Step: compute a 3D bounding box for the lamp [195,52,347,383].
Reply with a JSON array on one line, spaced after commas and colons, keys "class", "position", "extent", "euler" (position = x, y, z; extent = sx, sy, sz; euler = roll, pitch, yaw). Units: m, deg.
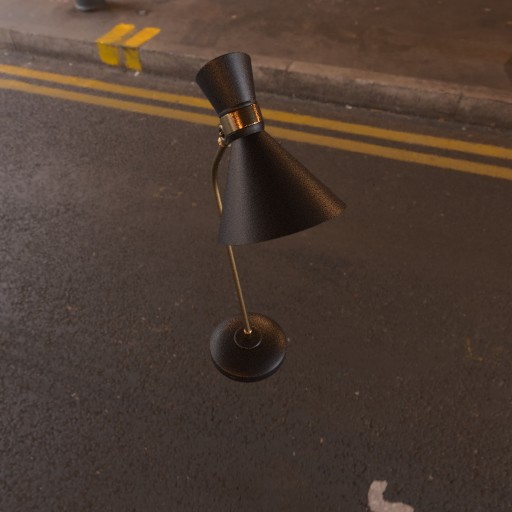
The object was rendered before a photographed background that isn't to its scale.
[{"class": "lamp", "position": [0.000, 0.000, 0.762], "extent": [0.189, 0.647, 0.292], "euler": [-24, 49, -22]}]
